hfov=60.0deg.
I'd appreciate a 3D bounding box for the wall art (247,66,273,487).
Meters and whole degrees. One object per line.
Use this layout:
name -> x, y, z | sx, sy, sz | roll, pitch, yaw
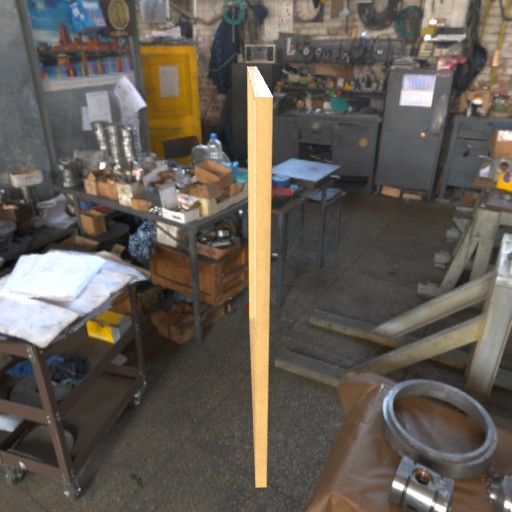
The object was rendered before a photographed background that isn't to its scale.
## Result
wall art -> 0.000, 0.000, 1.333 | 0.030, 1.002, 0.798 | -1, 27, -2
